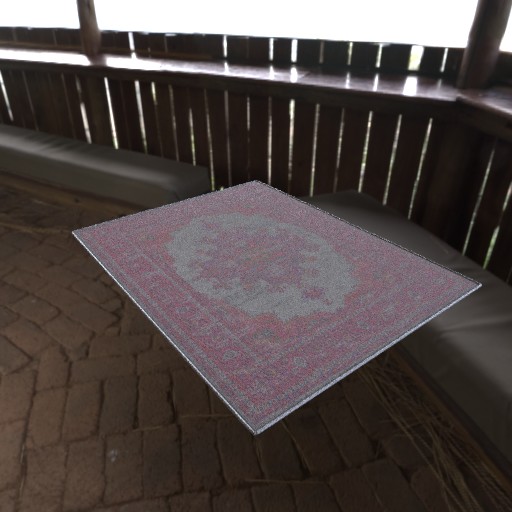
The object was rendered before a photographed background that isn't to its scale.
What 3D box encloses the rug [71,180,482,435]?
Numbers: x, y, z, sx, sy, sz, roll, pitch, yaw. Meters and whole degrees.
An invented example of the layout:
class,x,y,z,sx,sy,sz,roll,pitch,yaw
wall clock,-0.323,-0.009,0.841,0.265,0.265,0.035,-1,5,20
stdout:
class,x,y,z,sx,sy,sz,roll,pitch,yaw
rug,0.000,0.000,4.177,2.447,0.017,3.123,-21,37,-32
